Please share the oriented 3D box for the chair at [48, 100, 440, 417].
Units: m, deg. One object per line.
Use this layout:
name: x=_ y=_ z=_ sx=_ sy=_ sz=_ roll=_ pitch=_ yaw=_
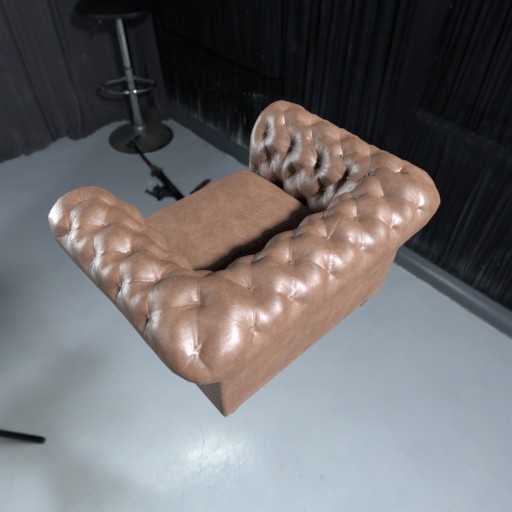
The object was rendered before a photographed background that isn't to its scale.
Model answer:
chair: x=0.000 y=0.000 z=1.910 sx=1.298 sy=0.784 sz=0.954 roll=-33 pitch=54 yaw=-28
